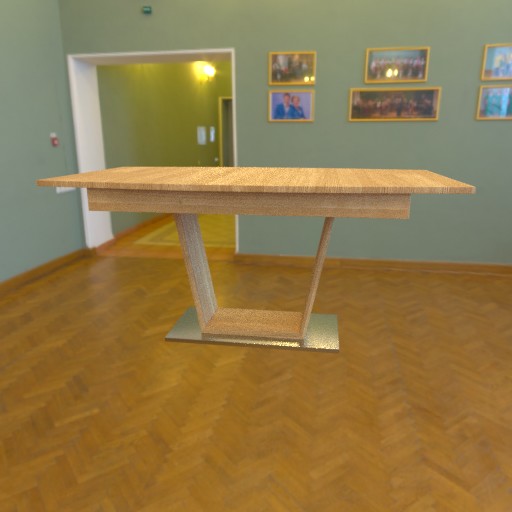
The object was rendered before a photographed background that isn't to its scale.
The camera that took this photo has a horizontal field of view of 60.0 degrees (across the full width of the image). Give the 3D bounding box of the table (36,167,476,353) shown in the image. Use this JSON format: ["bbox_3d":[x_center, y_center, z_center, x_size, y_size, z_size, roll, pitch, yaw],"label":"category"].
[{"bbox_3d":[0.000,0.000,2.058,1.598,0.748,0.900,2,15,8],"label":"table"}]
